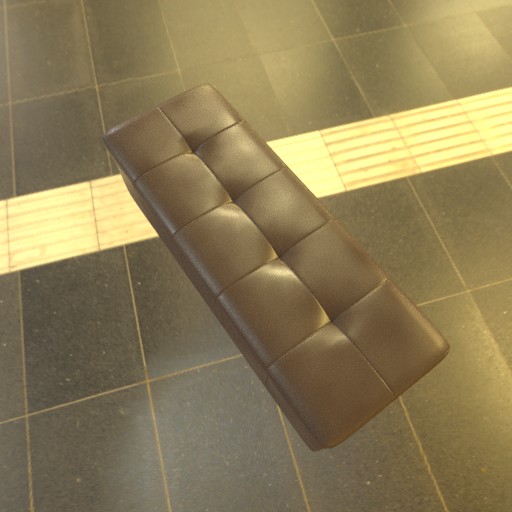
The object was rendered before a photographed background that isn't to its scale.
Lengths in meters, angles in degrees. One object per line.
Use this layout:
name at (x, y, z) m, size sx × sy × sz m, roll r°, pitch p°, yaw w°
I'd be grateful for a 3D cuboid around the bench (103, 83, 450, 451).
bench at (0.000, 0.000, 1.504) m, size 0.450 × 0.417 × 1.219 m, roll -33°, pitch 68°, yaw -15°
